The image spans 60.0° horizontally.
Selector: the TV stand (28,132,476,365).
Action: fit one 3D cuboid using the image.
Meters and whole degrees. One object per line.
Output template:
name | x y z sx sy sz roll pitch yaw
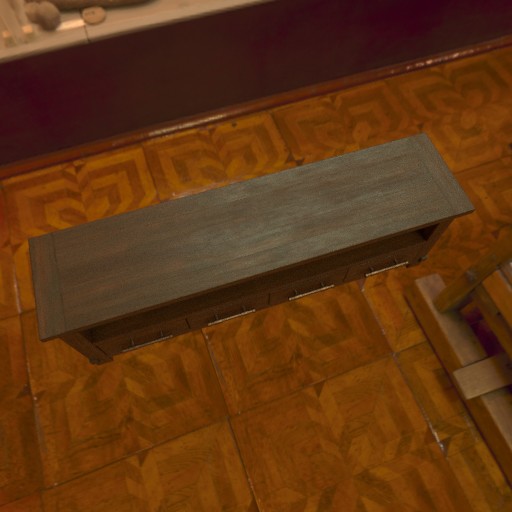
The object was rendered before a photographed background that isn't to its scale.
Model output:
TV stand | 0.000 0.000 2.166 1.866 0.615 0.471 -16 64 -8
